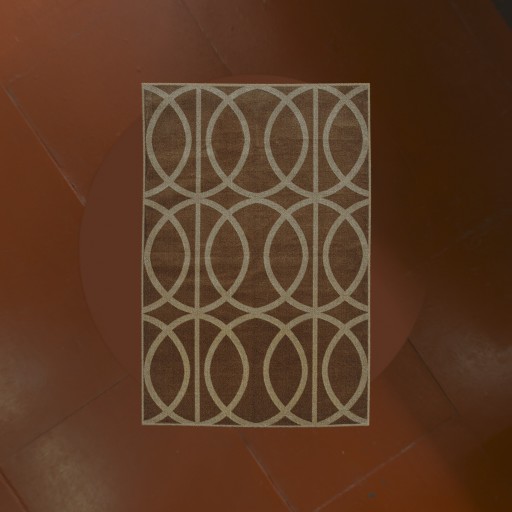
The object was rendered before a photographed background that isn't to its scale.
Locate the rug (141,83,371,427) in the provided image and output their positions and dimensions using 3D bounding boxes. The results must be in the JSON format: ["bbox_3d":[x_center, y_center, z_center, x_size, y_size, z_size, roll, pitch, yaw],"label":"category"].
[{"bbox_3d":[0.000,0.000,2.952,1.526,0.014,2.290,0,91,0],"label":"rug"}]
